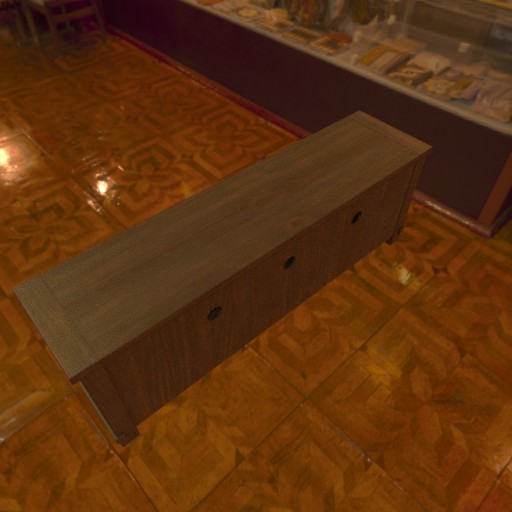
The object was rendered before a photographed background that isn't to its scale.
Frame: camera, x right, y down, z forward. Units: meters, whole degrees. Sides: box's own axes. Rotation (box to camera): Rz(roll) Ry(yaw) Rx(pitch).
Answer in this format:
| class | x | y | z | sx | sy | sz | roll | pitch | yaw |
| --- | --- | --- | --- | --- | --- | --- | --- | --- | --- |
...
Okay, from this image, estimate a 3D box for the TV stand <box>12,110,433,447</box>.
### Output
| class | x | y | z | sx | sy | sz | roll | pitch | yaw |
| --- | --- | --- | --- | --- | --- | --- | --- | --- | --- |
| TV stand | 0.000 | 0.000 | 2.070 | 1.866 | 0.615 | 0.471 | -32 | 55 | -26 |
